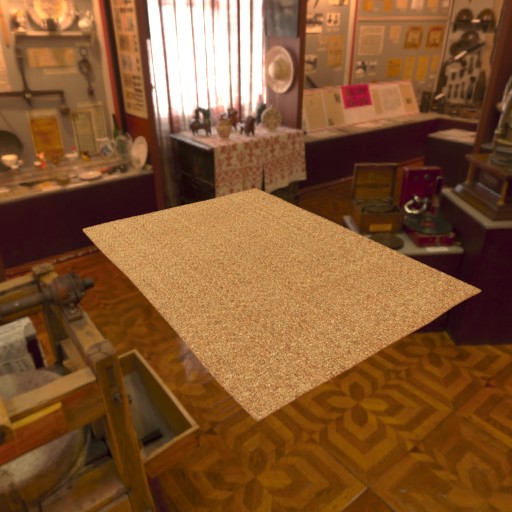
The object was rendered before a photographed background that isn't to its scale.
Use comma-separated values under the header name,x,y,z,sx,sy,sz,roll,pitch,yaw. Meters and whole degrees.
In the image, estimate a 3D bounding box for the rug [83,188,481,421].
name,x,y,z,sx,sy,sz,roll,pitch,yaw
rug,0.000,0.000,2.786,1.566,0.013,2.141,-19,33,-32
